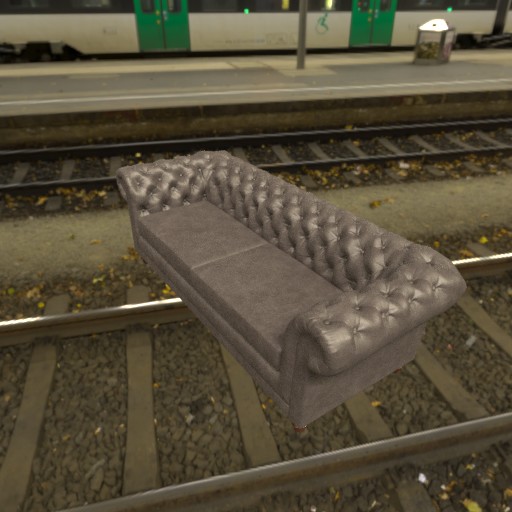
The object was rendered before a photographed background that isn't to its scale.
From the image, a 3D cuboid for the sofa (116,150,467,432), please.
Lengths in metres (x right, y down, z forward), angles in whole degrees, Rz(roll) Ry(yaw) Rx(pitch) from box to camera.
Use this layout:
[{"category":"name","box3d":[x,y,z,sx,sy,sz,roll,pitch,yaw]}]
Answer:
[{"category":"sofa","box3d":[0.000,0.000,2.844,0.944,0.783,2.385,-19,35,-29]}]
